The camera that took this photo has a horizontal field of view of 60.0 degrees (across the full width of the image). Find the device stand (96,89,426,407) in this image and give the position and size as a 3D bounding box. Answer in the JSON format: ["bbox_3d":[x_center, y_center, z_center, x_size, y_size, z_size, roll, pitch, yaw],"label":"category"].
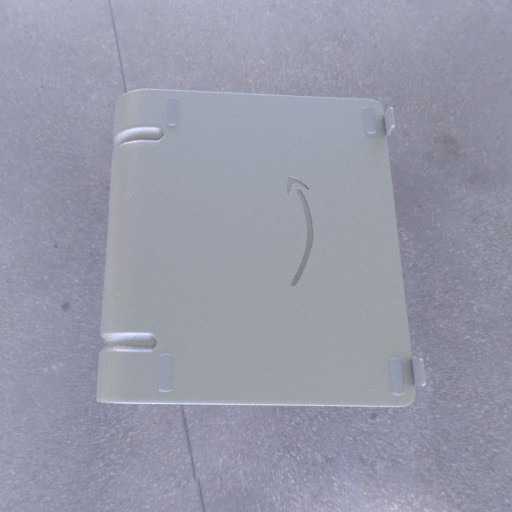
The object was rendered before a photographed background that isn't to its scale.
[{"bbox_3d":[0.000,0.000,0.396,0.236,0.155,0.256,-1,75,0],"label":"device stand"}]
